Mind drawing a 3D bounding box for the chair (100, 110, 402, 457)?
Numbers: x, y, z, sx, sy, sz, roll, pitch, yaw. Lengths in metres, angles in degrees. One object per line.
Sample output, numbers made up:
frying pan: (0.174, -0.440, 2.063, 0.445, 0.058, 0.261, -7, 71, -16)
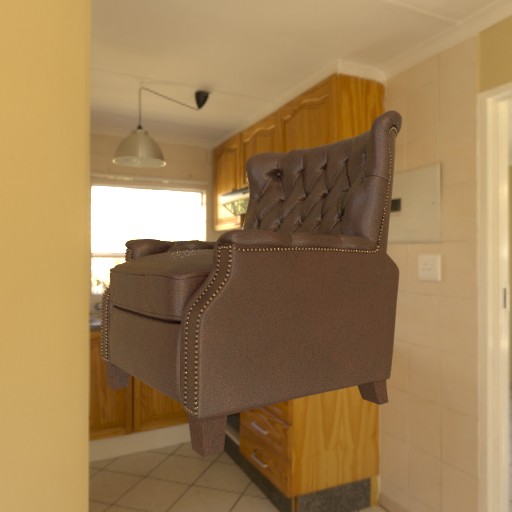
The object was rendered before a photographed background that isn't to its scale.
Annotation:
chair: (0.000, 0.000, 1.432, 0.823, 0.864, 0.709, 0, 0, -36)
